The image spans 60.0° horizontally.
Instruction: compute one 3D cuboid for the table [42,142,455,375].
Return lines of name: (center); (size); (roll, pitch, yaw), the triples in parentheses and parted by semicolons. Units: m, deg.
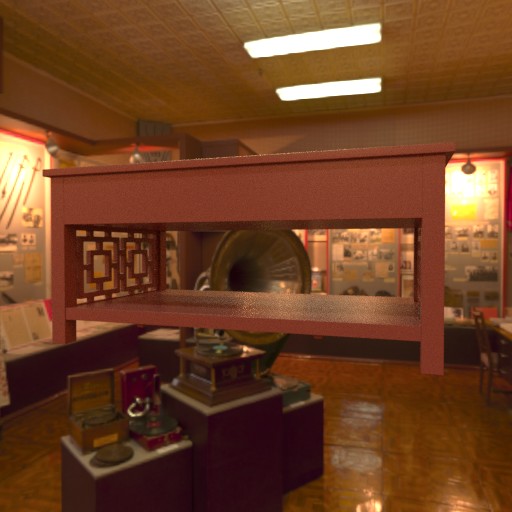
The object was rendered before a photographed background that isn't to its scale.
table: (0.000, 0.000, 1.381); (1.068, 0.493, 0.612); (0, 1, 18)
